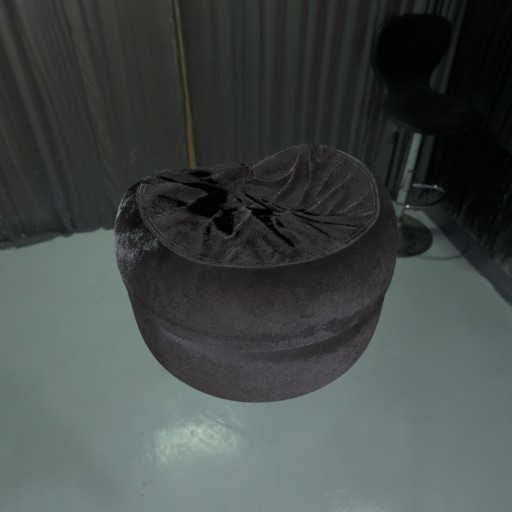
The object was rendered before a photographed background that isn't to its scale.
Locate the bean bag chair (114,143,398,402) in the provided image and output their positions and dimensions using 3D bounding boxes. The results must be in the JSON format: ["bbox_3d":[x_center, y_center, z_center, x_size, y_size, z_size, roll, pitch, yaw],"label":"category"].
[{"bbox_3d":[0.000,0.000,1.560,0.918,0.605,0.918,0,41,0],"label":"bean bag chair"}]
